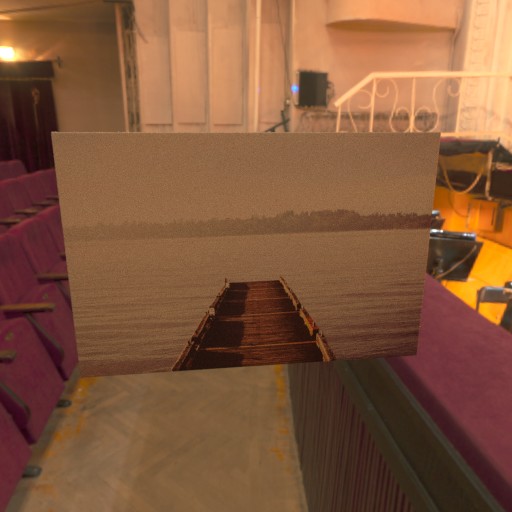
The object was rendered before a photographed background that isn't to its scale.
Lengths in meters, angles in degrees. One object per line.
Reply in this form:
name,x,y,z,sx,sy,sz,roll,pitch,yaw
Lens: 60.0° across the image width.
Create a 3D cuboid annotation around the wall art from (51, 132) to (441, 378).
wall art,0.000,0.000,0.760,0.615,0.410,0.021,-2,16,-7
